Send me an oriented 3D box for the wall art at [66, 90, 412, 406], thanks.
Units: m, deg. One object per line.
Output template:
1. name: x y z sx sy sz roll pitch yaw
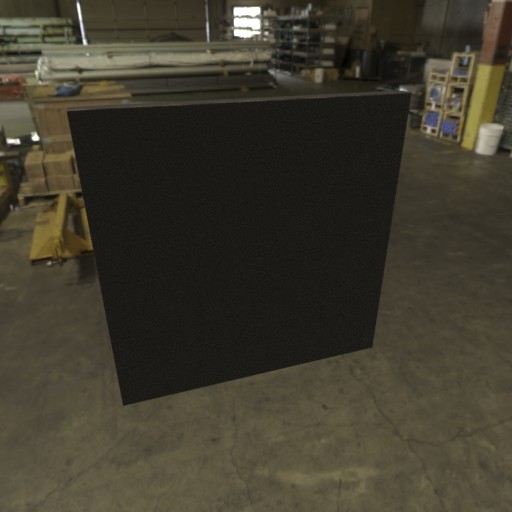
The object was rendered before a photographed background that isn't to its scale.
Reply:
1. wall art: 0.000 0.000 1.130 0.762 0.762 0.038 -9 29 -16
